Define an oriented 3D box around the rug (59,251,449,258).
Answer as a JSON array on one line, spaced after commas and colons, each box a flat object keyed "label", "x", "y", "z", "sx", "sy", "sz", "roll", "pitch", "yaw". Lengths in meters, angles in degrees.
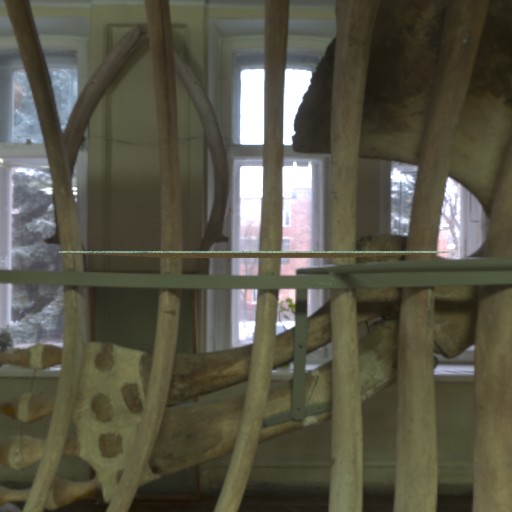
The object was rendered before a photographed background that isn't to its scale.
[{"label": "rug", "x": 0.000, "y": 0.000, "z": 2.870, "sx": 1.522, "sy": 0.006, "sz": 2.286, "roll": 0, "pitch": -1, "yaw": 1}]
